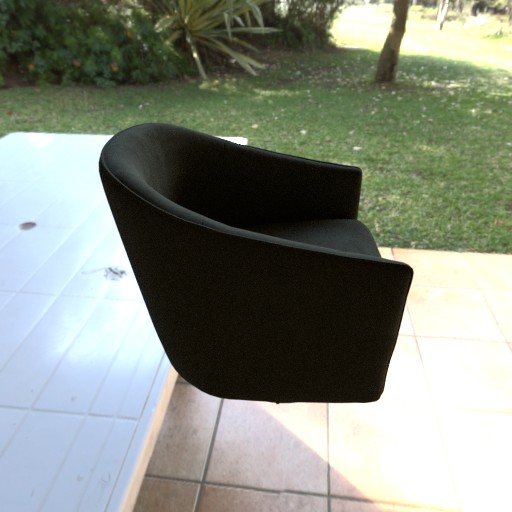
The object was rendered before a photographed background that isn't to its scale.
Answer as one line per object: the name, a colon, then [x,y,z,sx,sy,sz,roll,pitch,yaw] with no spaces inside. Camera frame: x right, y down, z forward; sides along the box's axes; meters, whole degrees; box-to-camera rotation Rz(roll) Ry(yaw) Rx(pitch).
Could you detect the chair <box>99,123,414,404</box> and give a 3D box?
chair: [0.000,0.000,1.493,0.875,0.799,0.747,0,32,1]
